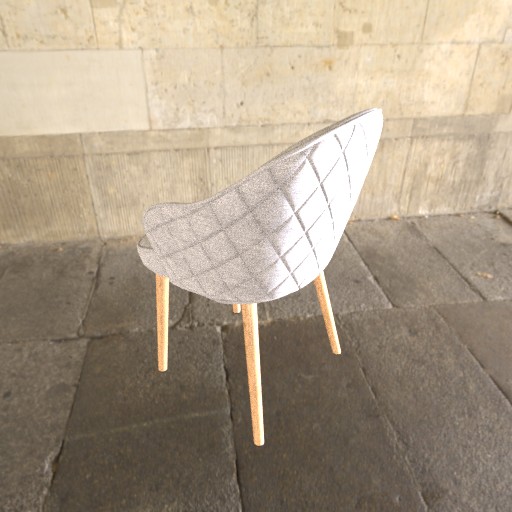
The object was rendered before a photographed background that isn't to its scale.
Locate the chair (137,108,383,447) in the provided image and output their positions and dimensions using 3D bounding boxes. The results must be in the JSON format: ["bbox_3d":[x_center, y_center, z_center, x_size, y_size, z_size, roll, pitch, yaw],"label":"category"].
[{"bbox_3d":[0.000,0.000,1.165,0.530,0.800,0.540,21,37,31],"label":"chair"}]
